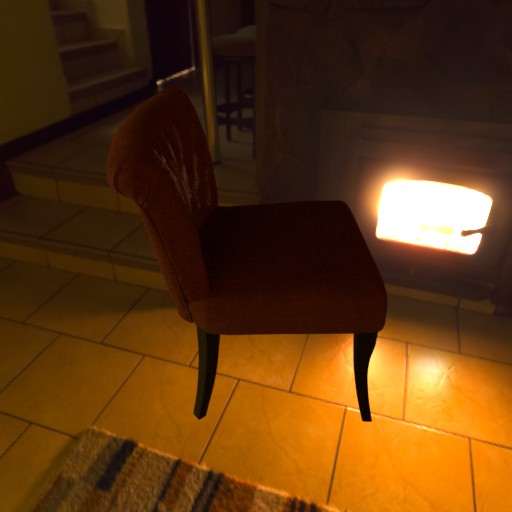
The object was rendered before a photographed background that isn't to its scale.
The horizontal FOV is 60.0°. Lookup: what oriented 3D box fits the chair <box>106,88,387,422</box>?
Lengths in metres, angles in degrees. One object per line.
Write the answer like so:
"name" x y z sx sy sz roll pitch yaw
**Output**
"chair" 0.000 0.000 1.174 0.605 0.750 0.582 -1 32 -1
